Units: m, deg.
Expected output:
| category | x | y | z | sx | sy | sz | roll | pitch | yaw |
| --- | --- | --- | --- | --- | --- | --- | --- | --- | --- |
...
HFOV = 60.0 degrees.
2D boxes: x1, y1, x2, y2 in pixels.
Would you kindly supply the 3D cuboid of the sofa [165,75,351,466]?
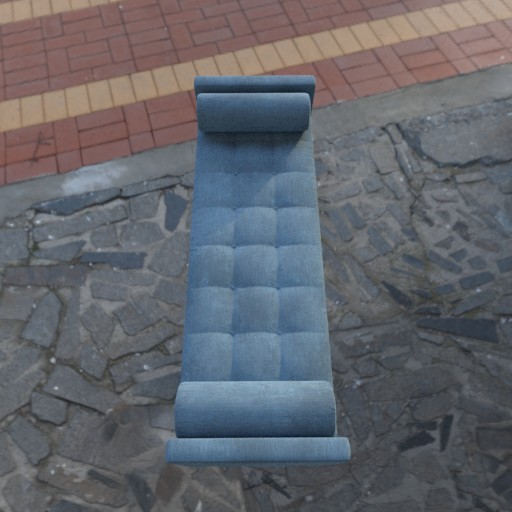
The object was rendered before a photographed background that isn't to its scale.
| category | x | y | z | sx | sy | sz | roll | pitch | yaw |
| --- | --- | --- | --- | --- | --- | --- | --- | --- | --- |
| sofa | 0.000 | 0.000 | 2.319 | 0.686 | 0.635 | 1.981 | 0 | 63 | 0 |
